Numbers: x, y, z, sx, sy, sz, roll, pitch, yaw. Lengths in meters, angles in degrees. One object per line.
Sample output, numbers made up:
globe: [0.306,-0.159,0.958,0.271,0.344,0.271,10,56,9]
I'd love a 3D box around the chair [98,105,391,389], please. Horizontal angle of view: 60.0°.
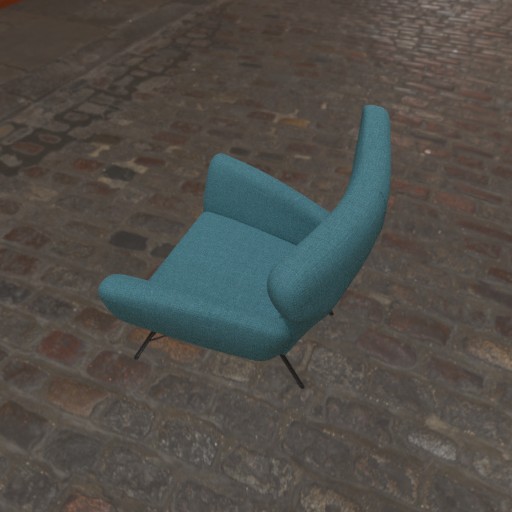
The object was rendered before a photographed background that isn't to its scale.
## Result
chair: [0.000,0.000,1.796,0.900,0.980,1.050,17,47,16]
